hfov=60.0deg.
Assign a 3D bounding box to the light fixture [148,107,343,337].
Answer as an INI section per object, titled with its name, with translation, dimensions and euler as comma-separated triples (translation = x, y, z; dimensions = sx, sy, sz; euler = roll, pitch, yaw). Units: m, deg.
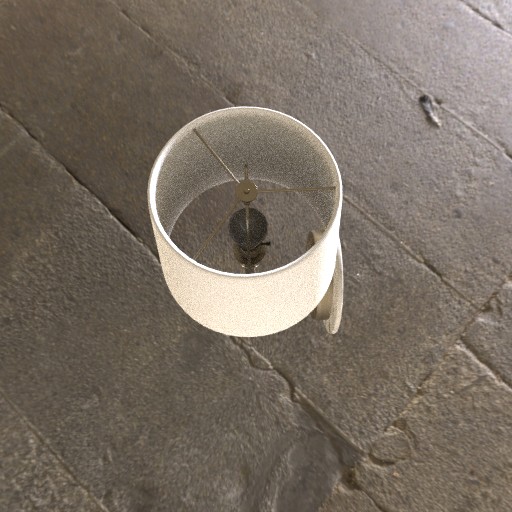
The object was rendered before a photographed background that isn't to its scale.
[light fixture]
translation = 0.000, 0.000, 0.458
dimensions = 0.188, 0.337, 0.168
euler = -2, 74, 0
